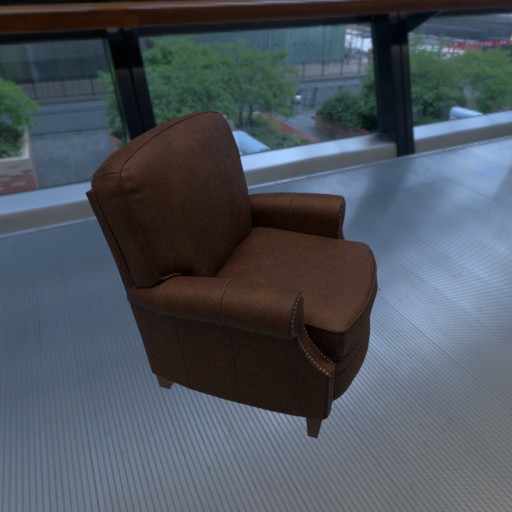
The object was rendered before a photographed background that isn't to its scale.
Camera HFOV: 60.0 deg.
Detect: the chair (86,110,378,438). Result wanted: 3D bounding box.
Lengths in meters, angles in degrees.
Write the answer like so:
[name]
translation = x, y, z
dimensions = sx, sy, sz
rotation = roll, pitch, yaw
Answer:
[chair]
translation = 0.000, 0.000, 1.798
dimensions = 0.986, 1.018, 0.936
rotation = 11, 33, 17
